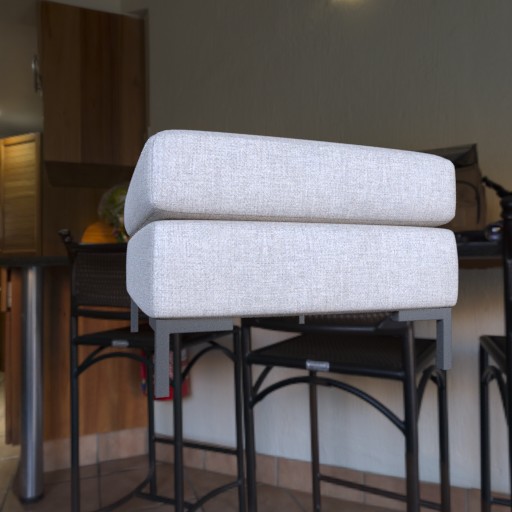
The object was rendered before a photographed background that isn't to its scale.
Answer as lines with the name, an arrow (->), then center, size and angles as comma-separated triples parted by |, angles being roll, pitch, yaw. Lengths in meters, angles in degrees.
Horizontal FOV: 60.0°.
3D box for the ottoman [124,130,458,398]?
ottoman -> 0.000, 0.000, 1.209 | 0.671, 0.490, 0.820 | 0, -1, -19
